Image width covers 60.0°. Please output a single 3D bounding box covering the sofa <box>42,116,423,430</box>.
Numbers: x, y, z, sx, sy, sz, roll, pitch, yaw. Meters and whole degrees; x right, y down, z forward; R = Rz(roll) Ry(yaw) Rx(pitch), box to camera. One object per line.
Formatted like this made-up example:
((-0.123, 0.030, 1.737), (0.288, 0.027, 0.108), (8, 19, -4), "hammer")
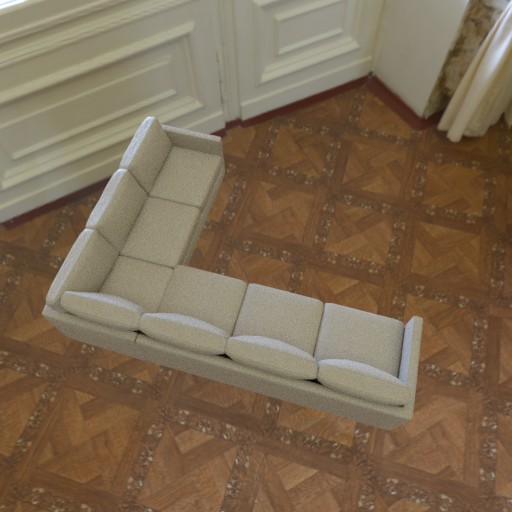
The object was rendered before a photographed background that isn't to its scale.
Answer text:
((0.000, 0.000, 4.522), (3.333, 0.934, 2.522), (14, 62, 8), "sofa")
